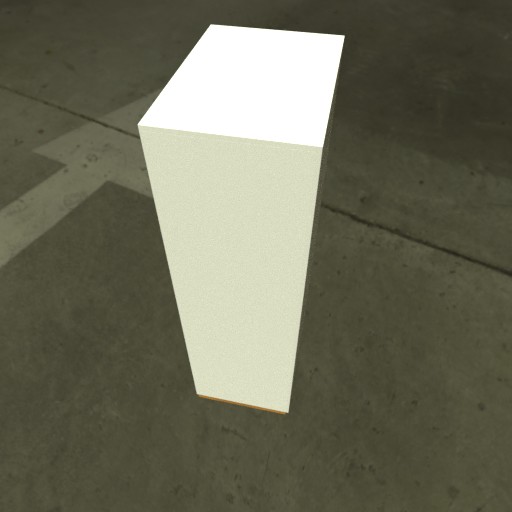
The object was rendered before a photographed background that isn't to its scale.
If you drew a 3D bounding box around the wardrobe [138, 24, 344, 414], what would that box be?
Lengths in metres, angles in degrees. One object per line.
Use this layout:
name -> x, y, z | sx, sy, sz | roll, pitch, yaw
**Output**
wardrobe -> 0.000, 0.000, 2.429 | 0.600, 2.040, 0.860 | 9, 48, 8
